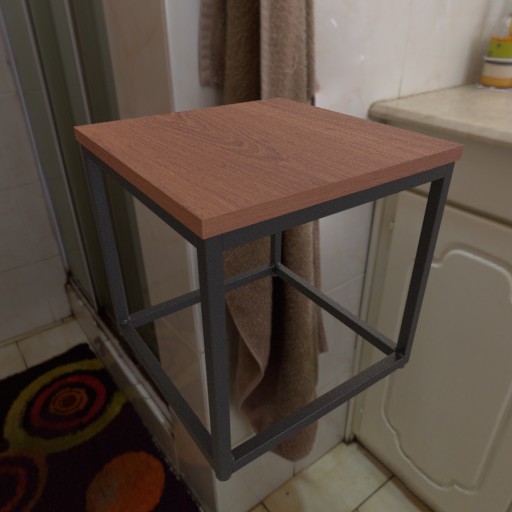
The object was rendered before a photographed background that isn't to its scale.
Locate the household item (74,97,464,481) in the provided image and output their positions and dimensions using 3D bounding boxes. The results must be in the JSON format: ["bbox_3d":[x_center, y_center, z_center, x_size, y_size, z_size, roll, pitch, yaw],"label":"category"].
[{"bbox_3d":[0.000,0.000,0.735,0.400,0.400,0.400,-20,36,-30],"label":"household item"}]
